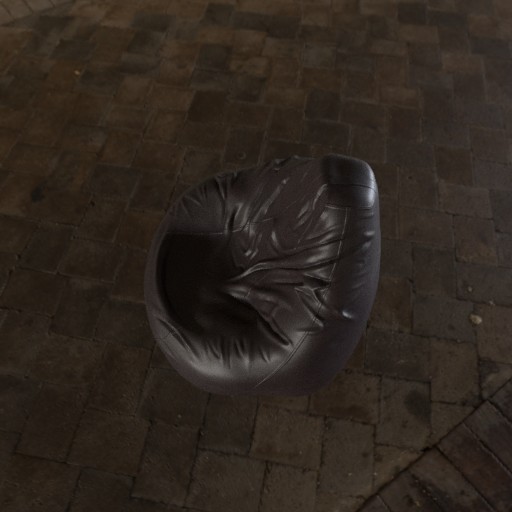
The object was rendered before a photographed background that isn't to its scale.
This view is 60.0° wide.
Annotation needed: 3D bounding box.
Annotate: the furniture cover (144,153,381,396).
[{"bbox_3d":[0.000,0.000,1.925,1.070,0.990,1.070,-3,58,-2],"label":"furniture cover"}]
